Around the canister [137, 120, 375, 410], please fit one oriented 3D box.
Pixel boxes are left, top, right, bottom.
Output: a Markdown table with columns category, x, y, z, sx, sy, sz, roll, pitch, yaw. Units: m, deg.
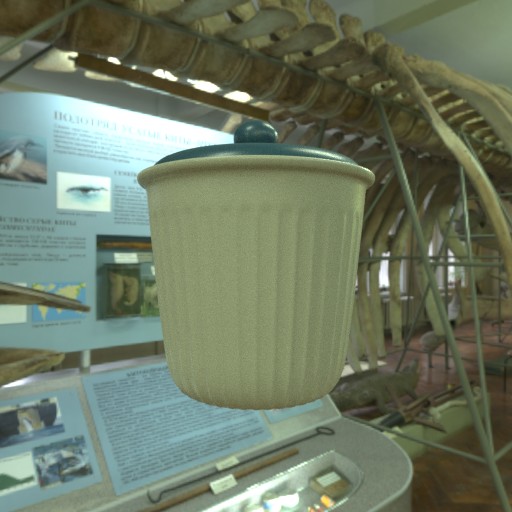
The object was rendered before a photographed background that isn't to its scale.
| category | x | y | z | sx | sy | sz | roll | pitch | yaw |
| --- | --- | --- | --- | --- | --- | --- | --- | --- | --- |
| canister | 0.000 | 0.000 | 0.349 | 0.181 | 0.211 | 0.181 | 0 | 0 | 0 |
